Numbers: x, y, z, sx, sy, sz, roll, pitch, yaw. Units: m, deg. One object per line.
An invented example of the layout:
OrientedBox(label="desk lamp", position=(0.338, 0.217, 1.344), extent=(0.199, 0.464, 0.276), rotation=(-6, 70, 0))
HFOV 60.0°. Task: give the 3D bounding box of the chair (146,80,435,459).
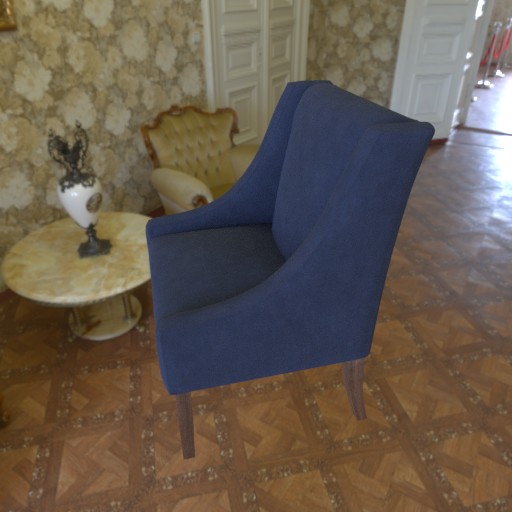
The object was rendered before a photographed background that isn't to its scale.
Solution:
OrientedBox(label="chair", position=(0.000, 0.000, 1.324), extent=(0.629, 0.895, 0.629), rotation=(-7, 31, -12))
